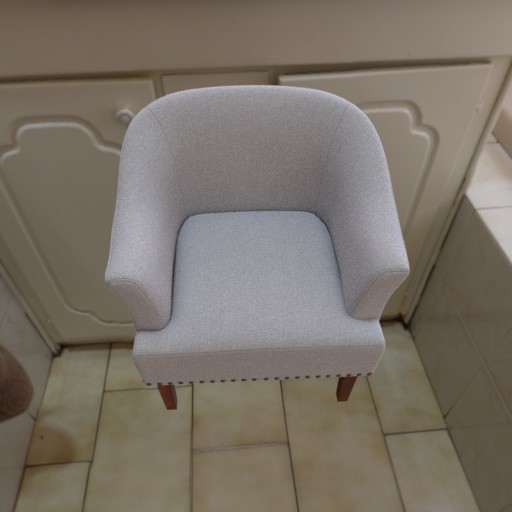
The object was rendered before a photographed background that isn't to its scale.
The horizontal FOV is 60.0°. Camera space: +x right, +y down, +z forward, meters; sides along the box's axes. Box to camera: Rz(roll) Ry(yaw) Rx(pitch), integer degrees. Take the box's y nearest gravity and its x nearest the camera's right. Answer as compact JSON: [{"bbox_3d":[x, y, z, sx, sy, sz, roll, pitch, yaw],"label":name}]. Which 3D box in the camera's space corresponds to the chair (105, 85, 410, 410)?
[{"bbox_3d":[0.000,0.000,1.430,0.798,0.815,0.704,-2,47,-2],"label":"chair"}]
